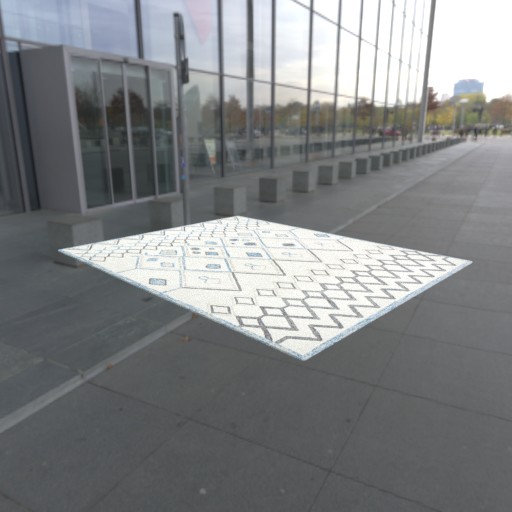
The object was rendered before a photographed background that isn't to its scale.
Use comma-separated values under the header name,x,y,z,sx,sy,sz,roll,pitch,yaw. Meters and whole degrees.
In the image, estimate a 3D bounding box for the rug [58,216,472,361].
name,x,y,z,sx,sy,sz,roll,pitch,yaw
rug,0.000,0.000,4.156,3.056,0.013,2.441,15,22,42
